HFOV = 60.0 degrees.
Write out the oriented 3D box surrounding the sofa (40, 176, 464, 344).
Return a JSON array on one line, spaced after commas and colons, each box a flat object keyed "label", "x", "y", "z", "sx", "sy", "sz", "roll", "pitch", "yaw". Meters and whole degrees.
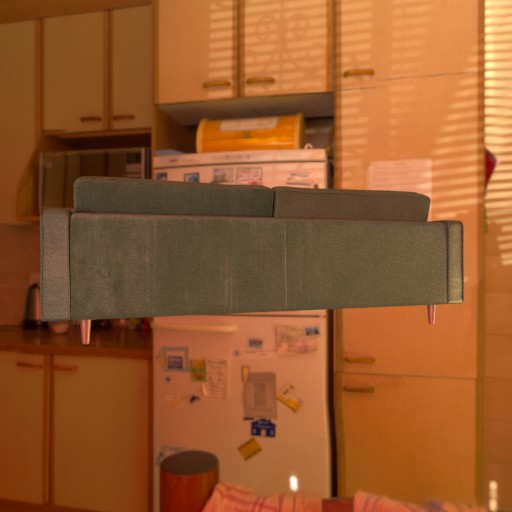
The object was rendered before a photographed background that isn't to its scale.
[{"label": "sofa", "x": 0.000, "y": 0.000, "z": 2.606, "sx": 2.199, "sy": 0.769, "sz": 0.918, "roll": 0, "pitch": 0, "yaw": -18}]
